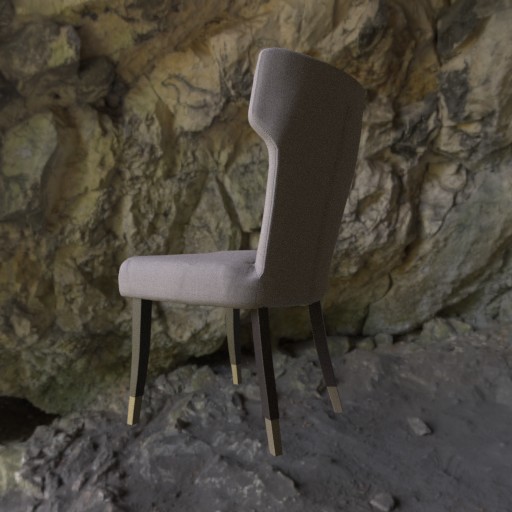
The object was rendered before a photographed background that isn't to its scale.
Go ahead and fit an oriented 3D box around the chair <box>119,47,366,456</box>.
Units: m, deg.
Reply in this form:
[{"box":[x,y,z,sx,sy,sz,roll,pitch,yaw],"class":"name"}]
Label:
[{"box":[0.000,0.000,1.317,0.630,0.955,0.526,0,-1,35],"class":"chair"}]
